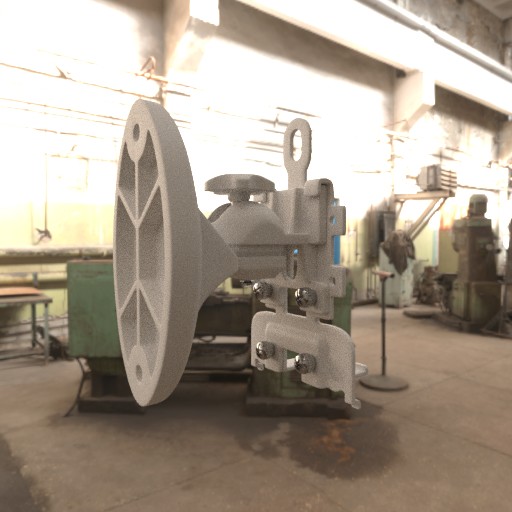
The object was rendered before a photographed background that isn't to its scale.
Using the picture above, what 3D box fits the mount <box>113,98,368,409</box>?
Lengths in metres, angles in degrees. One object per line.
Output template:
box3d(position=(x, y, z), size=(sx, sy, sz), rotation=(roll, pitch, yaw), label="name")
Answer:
box3d(position=(0.000, 0.000, 0.181), size=(0.100, 0.118, 0.066), rotation=(-2, 3, -36), label="mount")
